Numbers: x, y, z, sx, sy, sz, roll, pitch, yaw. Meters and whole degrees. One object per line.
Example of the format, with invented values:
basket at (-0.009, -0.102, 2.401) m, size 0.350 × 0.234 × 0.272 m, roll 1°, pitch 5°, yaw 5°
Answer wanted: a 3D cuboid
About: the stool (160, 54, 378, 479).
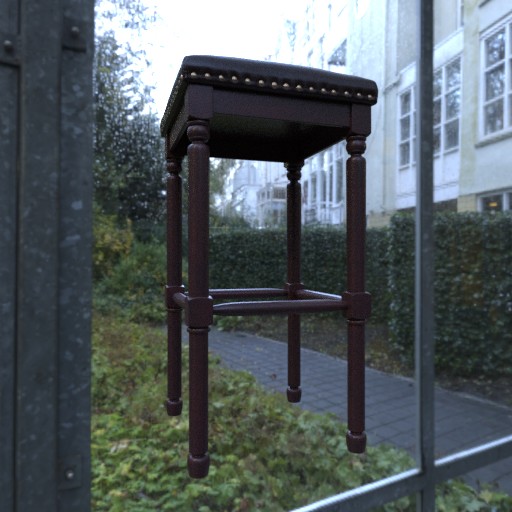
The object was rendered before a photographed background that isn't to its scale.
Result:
stool at (0.000, 0.000, 0.978) m, size 0.382 × 0.768 × 0.383 m, roll 0°, pitch 0°, yaw -18°
